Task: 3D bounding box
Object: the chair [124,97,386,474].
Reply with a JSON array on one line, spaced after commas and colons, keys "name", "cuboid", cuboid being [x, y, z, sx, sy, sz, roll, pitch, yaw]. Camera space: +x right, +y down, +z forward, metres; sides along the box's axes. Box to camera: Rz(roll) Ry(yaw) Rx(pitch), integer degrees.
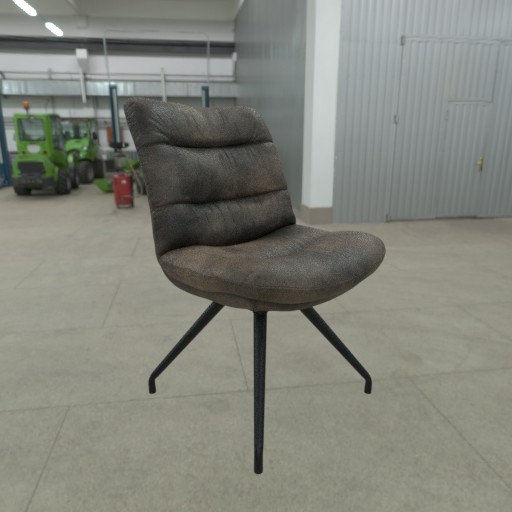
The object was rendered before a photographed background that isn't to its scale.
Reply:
[{"name": "chair", "cuboid": [0.000, 0.000, 1.274, 0.549, 0.870, 0.622, -15, 21, -42]}]
